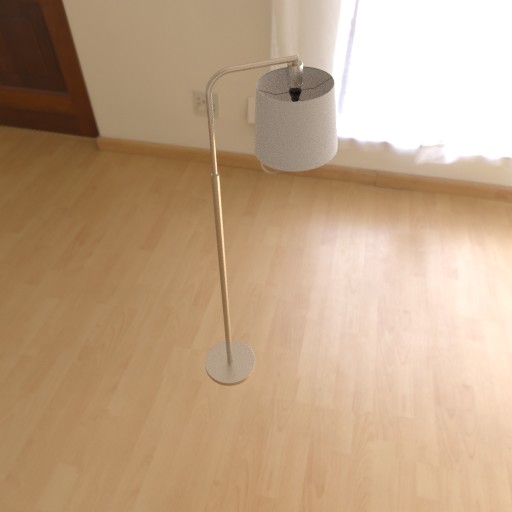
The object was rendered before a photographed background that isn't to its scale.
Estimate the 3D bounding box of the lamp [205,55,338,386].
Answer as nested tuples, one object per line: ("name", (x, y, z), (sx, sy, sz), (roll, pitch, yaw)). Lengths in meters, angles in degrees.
("lamp", (0.000, 0.000, 1.686), (0.508, 1.478, 0.254), (-9, 47, -9))
